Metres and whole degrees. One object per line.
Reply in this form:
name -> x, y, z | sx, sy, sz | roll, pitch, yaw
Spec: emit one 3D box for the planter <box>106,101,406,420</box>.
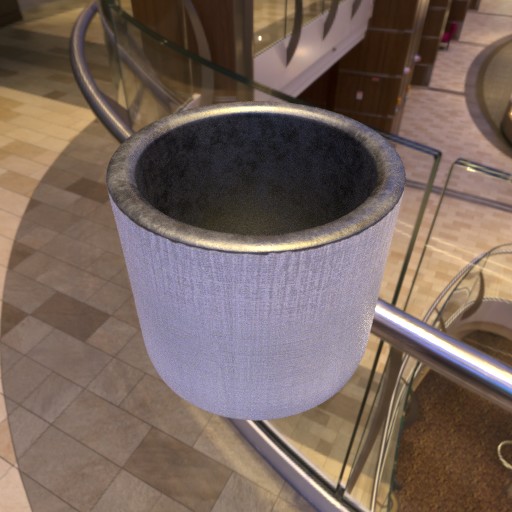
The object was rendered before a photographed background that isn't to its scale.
planter -> 0.000, 0.000, 0.223 | 0.125, 0.112, 0.125 | 0, 41, 0
